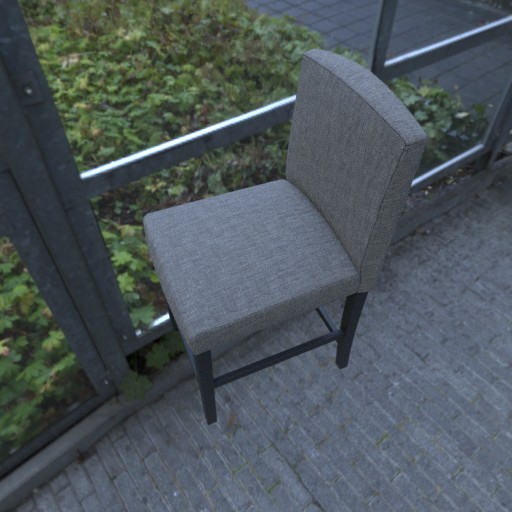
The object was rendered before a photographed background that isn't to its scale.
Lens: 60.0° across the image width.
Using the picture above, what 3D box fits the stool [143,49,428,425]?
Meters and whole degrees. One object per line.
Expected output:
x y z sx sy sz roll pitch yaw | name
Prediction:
0.000 0.000 1.248 0.552 0.966 0.451 -18 50 -16 | stool
